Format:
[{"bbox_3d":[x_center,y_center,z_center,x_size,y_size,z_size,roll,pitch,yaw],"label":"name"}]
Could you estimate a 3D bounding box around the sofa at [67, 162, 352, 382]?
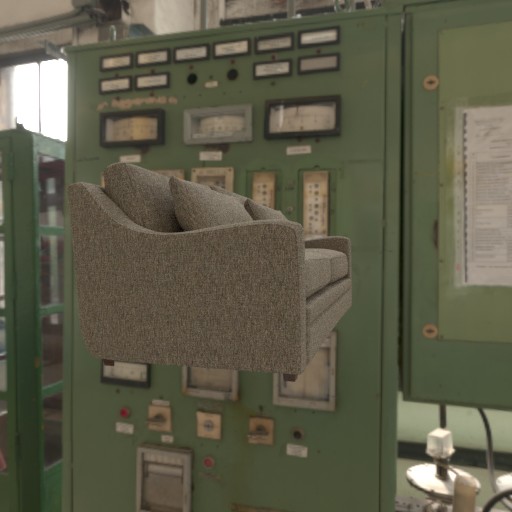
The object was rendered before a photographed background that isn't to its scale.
[{"bbox_3d":[0.000,0.000,3.011,1.103,0.998,2.418,0,1,17],"label":"sofa"}]
